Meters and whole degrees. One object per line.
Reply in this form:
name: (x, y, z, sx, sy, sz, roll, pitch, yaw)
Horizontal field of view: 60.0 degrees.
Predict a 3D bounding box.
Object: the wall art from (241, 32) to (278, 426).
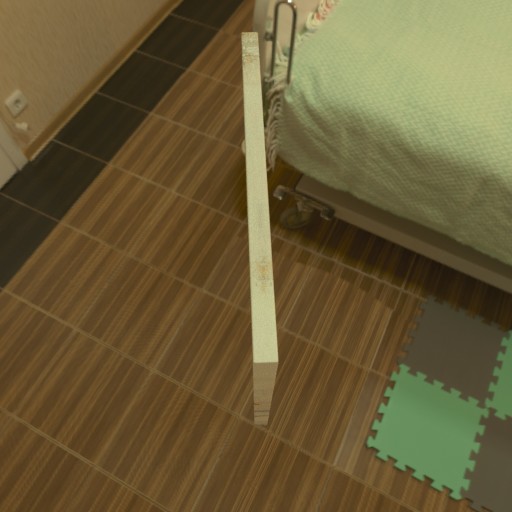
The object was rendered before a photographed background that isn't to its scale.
wall art: (0.000, 0.000, 1.166, 0.038, 0.755, 0.753, -2, 62, -1)
